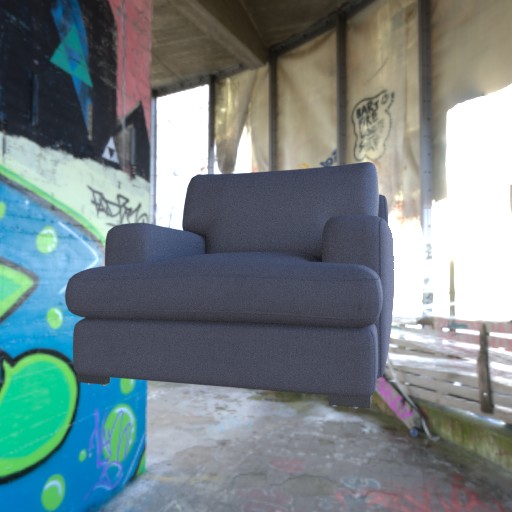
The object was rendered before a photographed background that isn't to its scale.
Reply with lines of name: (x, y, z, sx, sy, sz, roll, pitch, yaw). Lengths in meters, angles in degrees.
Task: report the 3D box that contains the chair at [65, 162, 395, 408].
chair: (0.000, 0.000, 1.955, 1.168, 0.940, 1.143, -1, -2, 17)
